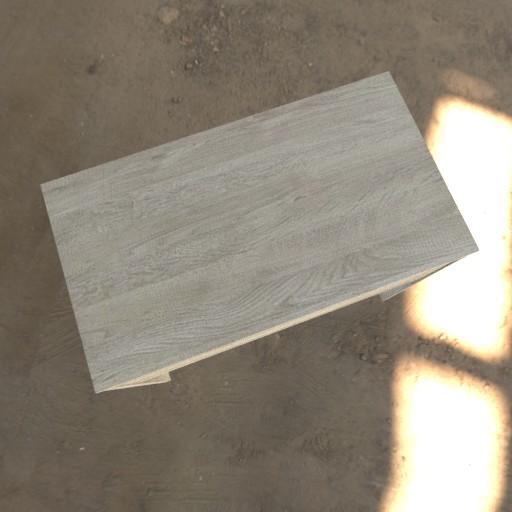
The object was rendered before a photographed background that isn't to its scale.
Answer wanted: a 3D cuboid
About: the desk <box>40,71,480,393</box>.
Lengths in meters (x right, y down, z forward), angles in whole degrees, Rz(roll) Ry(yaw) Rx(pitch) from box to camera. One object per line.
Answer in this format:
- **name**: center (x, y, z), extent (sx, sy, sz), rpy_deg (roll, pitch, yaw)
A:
- **desk**: center (0.000, 0.000, 1.367), extent (0.893, 0.724, 0.498), rpy_deg (-20, 76, -5)
